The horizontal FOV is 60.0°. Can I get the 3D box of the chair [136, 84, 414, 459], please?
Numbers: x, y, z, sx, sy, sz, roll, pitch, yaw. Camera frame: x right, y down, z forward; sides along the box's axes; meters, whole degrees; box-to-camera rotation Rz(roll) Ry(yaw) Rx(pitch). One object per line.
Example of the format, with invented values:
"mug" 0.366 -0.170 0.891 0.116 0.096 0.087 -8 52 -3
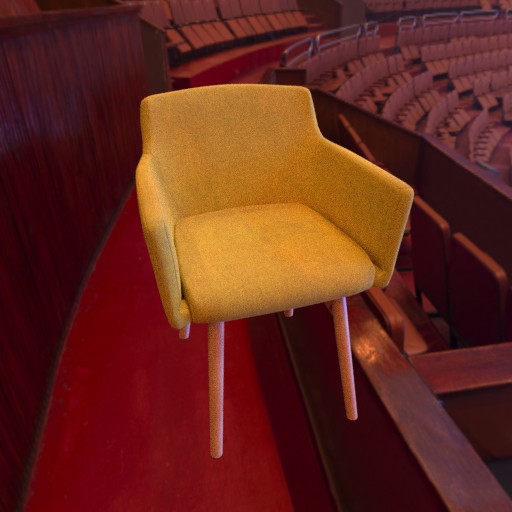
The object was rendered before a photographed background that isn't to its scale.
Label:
"chair" 0.000 0.000 1.178 0.570 0.780 0.570 -9 32 -15
